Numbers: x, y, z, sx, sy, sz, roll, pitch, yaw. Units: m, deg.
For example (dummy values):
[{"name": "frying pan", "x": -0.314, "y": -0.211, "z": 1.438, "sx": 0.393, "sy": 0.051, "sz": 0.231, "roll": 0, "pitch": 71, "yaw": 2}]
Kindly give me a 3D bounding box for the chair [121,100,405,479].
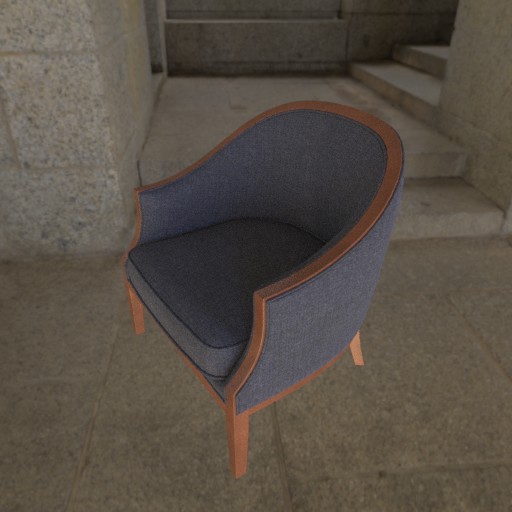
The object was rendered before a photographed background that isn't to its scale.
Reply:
[{"name": "chair", "x": 0.000, "y": 0.000, "z": 1.465, "sx": 0.735, "sy": 0.876, "sz": 0.803, "roll": -20, "pitch": 36, "yaw": -29}]
